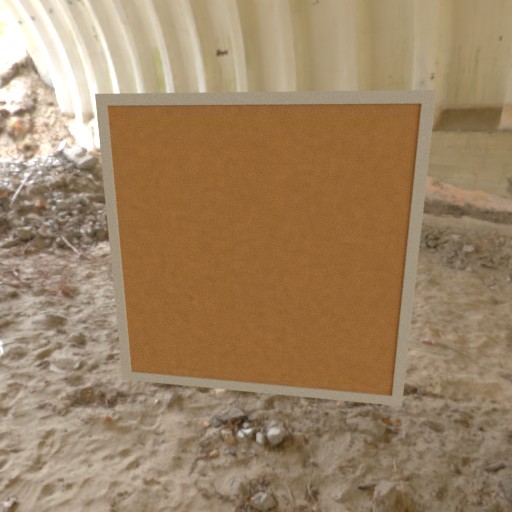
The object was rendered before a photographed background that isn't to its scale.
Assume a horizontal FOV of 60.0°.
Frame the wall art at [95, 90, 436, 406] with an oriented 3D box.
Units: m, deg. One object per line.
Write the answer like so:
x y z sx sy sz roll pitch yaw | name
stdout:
0.000 0.000 0.658 0.457 0.457 0.012 3 17 9 | wall art
